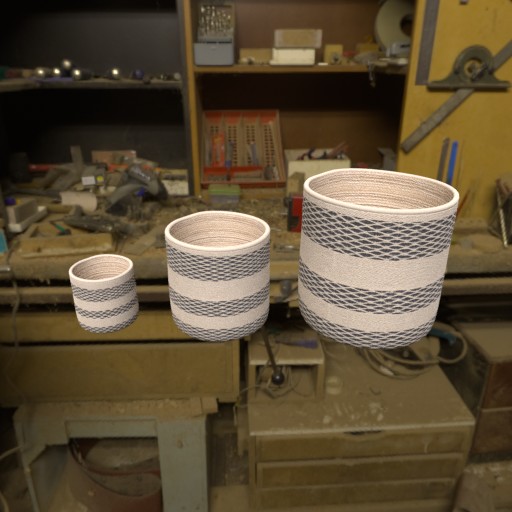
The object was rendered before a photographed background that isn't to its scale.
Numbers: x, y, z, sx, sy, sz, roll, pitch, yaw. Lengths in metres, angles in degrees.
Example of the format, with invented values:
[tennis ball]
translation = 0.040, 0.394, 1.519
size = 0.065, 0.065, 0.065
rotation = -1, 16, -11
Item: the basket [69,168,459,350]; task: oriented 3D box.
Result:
[basket]
translation = 0.000, 0.000, 1.093
size = 0.917, 0.356, 0.351
rotation = -1, 25, -1
